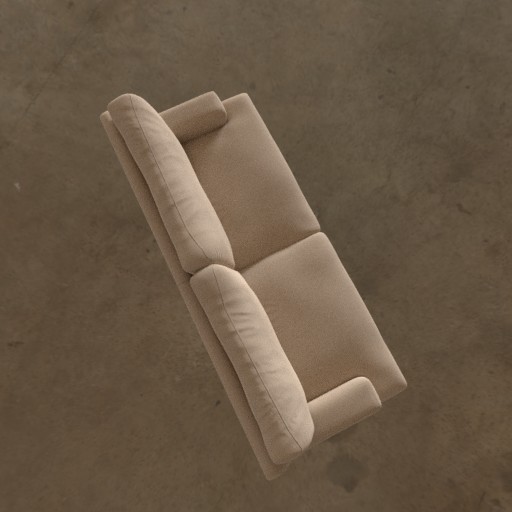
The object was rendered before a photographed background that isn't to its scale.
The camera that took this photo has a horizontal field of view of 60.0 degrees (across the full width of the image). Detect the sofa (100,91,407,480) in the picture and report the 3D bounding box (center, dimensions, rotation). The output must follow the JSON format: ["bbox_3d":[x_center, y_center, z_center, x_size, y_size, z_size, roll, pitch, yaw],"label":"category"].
[{"bbox_3d":[0.000,0.000,2.613,0.929,0.925,2.147,-26,78,-6],"label":"sofa"}]
